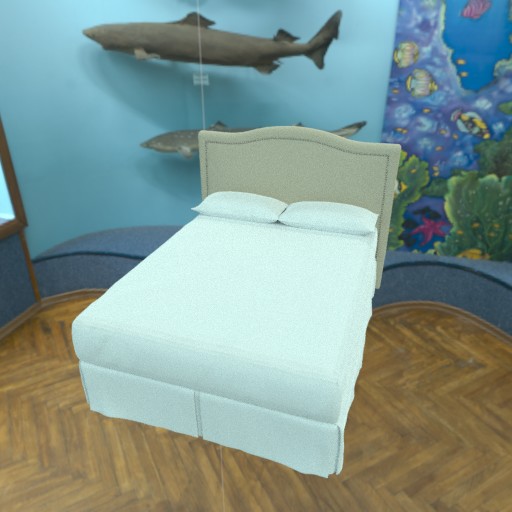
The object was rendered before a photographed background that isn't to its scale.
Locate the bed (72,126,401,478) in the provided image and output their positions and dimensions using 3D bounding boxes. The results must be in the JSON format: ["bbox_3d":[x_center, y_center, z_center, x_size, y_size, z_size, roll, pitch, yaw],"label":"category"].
[{"bbox_3d":[0.000,0.000,3.191,1.753,1.460,2.143,9,28,16],"label":"bed"}]
